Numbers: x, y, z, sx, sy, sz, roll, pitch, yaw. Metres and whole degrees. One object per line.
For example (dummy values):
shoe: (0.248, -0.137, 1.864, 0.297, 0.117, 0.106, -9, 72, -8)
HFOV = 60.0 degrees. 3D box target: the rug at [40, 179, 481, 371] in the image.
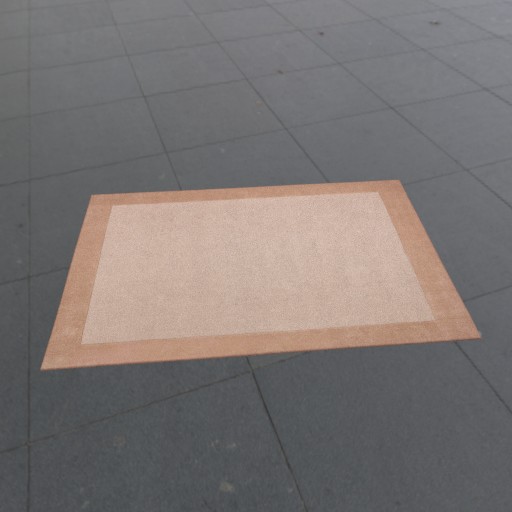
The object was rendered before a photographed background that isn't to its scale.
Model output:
rug: (0.000, 0.000, 2.969, 2.438, 0.014, 1.524, -3, 45, -3)
